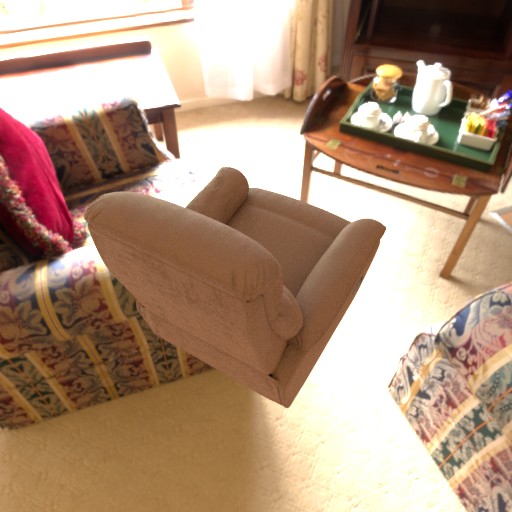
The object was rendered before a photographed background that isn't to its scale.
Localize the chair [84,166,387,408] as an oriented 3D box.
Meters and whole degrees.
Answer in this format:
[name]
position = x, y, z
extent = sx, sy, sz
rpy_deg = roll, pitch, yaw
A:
[chair]
position = 0.000, 0.000, 1.799
extent = 0.820, 1.037, 1.004
rpy_deg = 24, 52, 20
